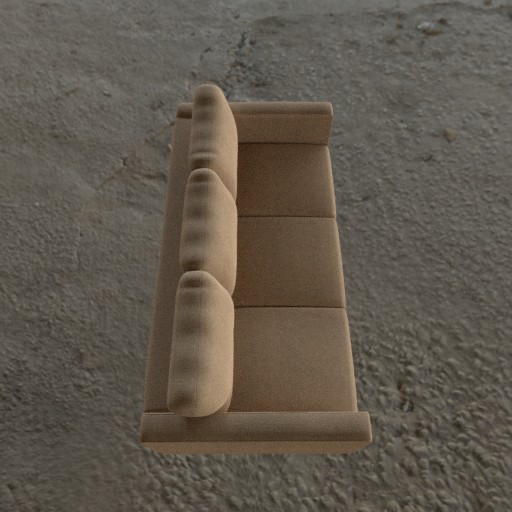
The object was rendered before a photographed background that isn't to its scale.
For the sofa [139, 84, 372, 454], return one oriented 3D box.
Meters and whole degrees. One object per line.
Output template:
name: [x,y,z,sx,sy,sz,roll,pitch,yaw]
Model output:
sofa: [0.000,0.000,2.319,0.930,0.800,1.855,0,61,0]
